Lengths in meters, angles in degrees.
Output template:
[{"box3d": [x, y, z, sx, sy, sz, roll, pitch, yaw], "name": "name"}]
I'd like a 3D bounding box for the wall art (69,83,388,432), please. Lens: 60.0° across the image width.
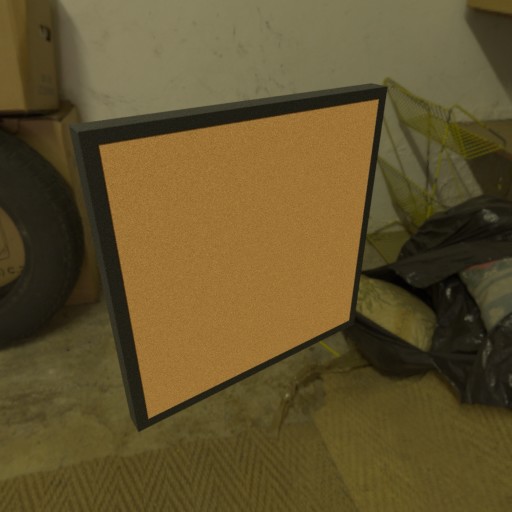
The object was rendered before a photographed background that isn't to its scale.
[{"box3d": [0.000, 0.000, 0.757, 0.506, 0.506, 0.037, -19, 35, -29], "name": "wall art"}]
